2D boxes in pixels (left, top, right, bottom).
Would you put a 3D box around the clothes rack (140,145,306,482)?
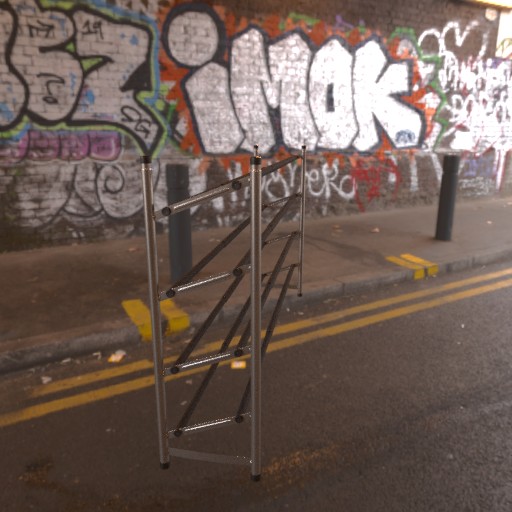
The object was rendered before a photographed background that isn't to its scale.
[{"bbox_3d":[0.000,0.000,1.423,0.229,0.672,1.168,3,15,10],"label":"clothes rack"}]
